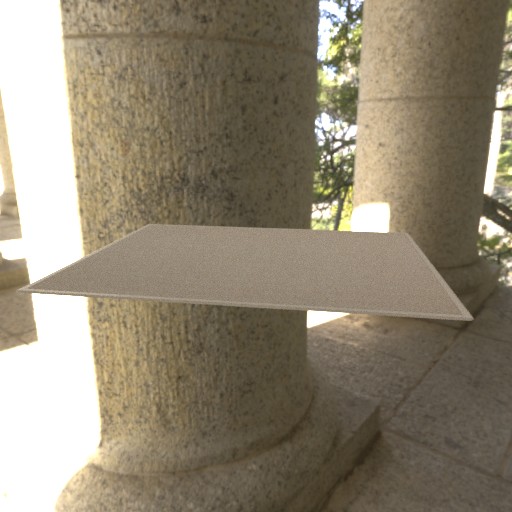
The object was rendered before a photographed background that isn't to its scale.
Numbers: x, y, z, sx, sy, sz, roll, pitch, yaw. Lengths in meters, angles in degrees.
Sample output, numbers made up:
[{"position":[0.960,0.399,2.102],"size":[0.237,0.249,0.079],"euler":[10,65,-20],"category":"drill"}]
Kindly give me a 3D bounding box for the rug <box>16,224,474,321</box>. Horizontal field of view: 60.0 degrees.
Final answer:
[{"position":[0.000,0.000,4.032],"size":[3.051,0.020,2.407],"euler":[3,16,9],"category":"rug"}]
